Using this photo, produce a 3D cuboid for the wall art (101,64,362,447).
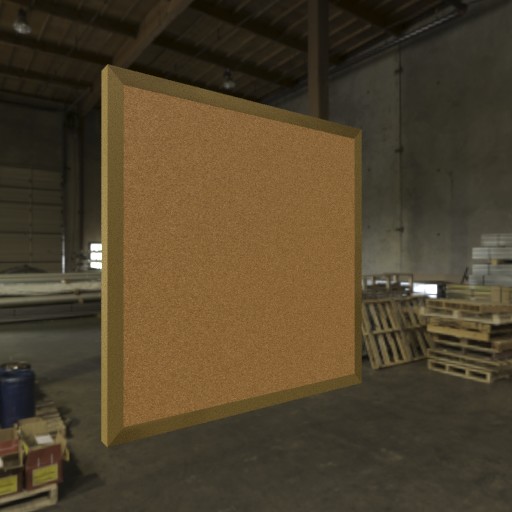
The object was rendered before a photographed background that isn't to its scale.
[{"bbox_3d":[0.000,0.000,1.123,0.762,0.762,0.038,0,0,-36],"label":"wall art"}]
